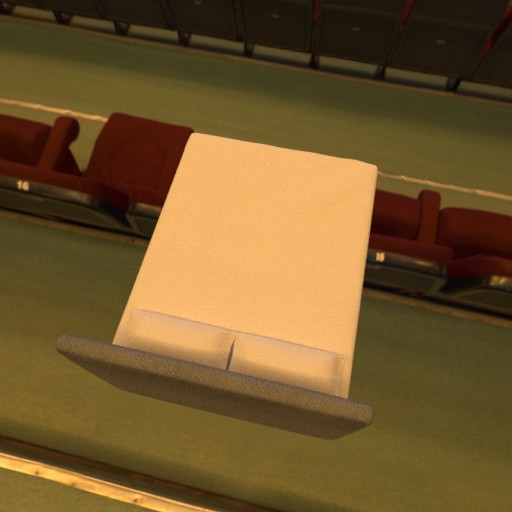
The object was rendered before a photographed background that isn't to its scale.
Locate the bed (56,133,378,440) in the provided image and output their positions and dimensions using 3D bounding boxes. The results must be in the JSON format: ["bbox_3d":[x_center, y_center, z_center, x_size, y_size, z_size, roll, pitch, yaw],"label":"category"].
[{"bbox_3d":[0.000,0.000,3.213,1.713,1.330,2.142,12,65,6],"label":"bed"}]
